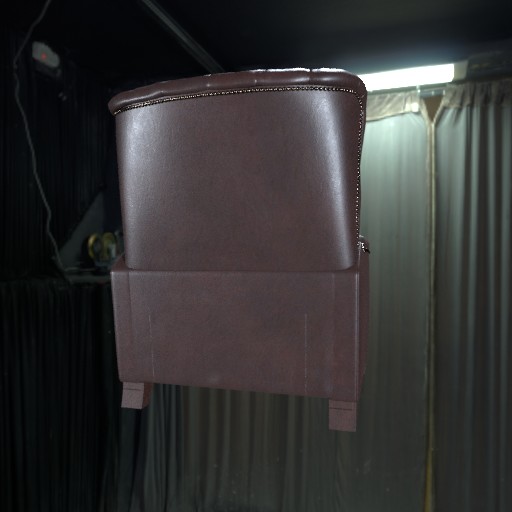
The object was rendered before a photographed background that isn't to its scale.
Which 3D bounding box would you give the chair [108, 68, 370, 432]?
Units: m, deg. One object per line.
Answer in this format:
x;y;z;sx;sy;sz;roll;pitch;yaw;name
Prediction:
0.000;0.000;1.412;0.709;0.864;0.823;0;0;16;chair
